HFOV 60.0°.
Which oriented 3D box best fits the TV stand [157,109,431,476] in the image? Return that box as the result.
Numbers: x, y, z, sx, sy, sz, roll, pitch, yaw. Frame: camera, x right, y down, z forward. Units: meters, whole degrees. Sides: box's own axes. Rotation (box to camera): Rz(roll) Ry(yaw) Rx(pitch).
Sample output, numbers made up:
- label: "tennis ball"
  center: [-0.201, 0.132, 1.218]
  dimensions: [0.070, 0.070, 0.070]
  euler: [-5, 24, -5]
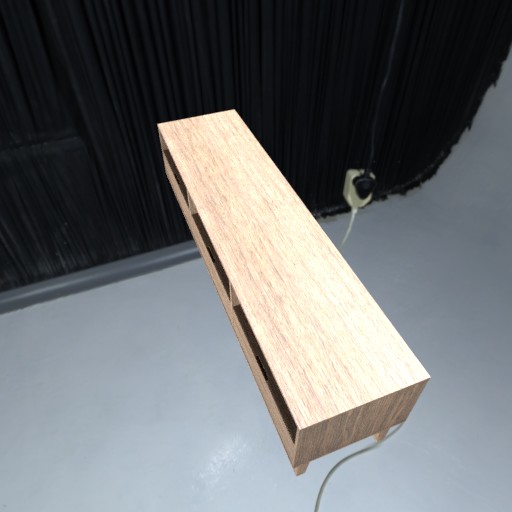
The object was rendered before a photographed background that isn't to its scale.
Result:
- label: "TV stand"
  center: [0.000, 0.000, 1.699]
  dimensions: [0.366, 0.409, 1.482]
  euler: [-16, 48, -15]
